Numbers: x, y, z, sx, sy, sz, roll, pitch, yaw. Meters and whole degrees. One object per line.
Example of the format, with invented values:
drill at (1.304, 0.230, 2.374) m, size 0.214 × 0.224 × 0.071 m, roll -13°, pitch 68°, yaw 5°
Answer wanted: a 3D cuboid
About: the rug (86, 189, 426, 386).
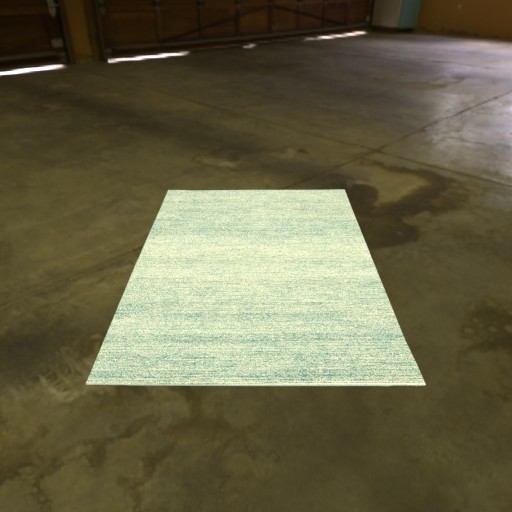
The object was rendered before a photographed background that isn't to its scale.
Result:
rug at (0.000, 0.000, 3.066) m, size 1.613 × 0.030 × 2.306 m, roll 0°, pitch 32°, yaw 0°
